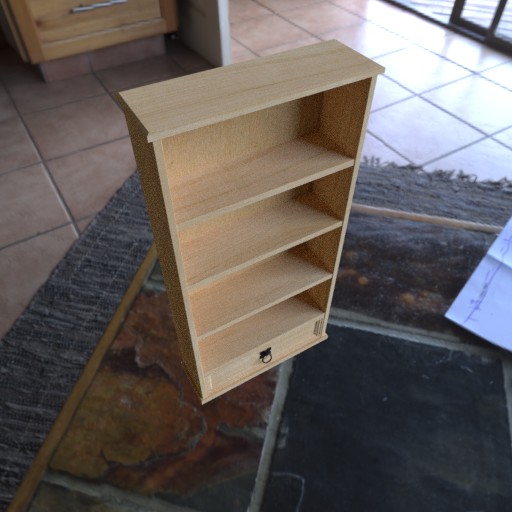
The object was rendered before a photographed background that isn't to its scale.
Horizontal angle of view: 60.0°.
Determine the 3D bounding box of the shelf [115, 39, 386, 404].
[{"bbox_3d":[0.000,0.000,1.253,0.520,1.030,0.175,-23,51,-20],"label":"shelf"}]
